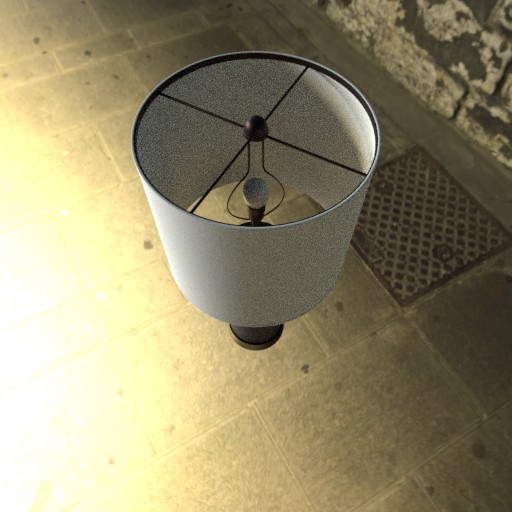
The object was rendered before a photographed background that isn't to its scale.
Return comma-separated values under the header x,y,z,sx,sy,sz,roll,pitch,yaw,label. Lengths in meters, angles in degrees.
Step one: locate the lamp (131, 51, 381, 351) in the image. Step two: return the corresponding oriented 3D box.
x,y,z,sx,sy,sz,roll,pitch,yaw,label
0.000,0.000,0.795,0.301,0.630,0.301,-13,60,-8,lamp
